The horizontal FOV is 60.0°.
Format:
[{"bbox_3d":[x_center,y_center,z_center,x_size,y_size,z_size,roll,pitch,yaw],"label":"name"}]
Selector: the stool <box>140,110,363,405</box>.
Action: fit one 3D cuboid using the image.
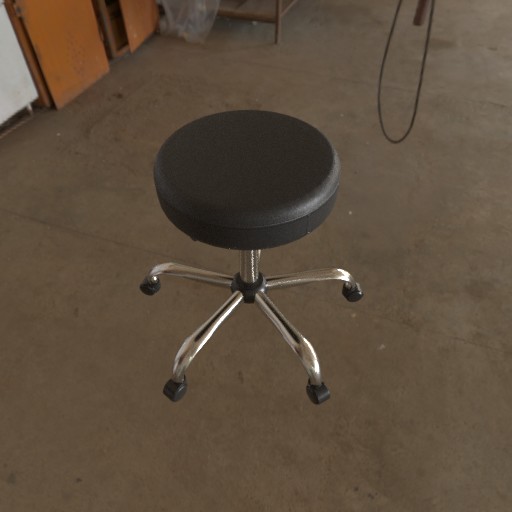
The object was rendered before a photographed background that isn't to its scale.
[{"bbox_3d":[0.000,0.000,1.130,0.673,0.576,0.638,-26,52,-22],"label":"stool"}]
